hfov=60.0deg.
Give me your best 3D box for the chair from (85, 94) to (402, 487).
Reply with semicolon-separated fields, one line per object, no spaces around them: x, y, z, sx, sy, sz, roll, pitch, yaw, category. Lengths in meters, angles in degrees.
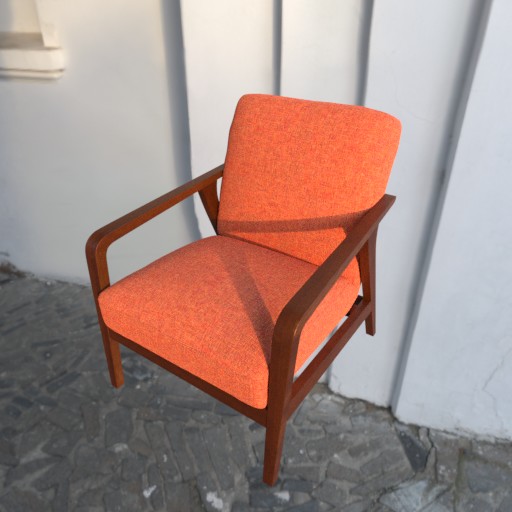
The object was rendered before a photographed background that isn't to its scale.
0.000;0.000;1.476;0.719;0.890;0.860;19;36;29;chair
